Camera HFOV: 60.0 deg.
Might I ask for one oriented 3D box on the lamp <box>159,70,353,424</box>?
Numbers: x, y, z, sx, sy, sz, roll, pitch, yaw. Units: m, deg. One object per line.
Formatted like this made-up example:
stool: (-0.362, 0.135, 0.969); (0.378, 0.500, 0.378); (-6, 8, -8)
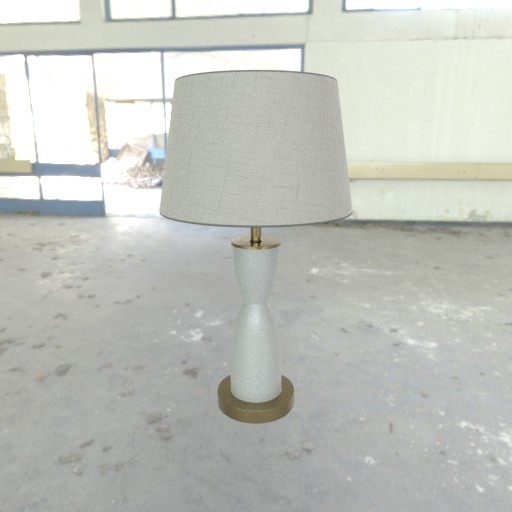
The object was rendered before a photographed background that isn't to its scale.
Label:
lamp: (0.000, 0.000, 0.742); (0.309, 0.545, 0.309); (0, 14, 0)
